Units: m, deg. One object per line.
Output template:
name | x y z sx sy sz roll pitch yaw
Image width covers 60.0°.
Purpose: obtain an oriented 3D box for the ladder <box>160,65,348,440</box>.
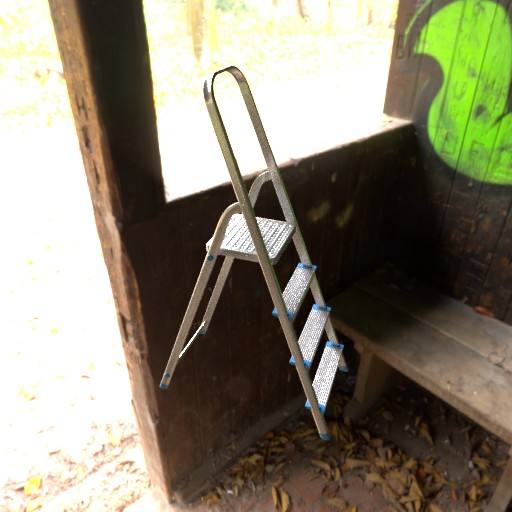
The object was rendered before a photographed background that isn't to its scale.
ladder | 0.000 0.000 1.831 0.842 1.434 0.445 11 34 17
